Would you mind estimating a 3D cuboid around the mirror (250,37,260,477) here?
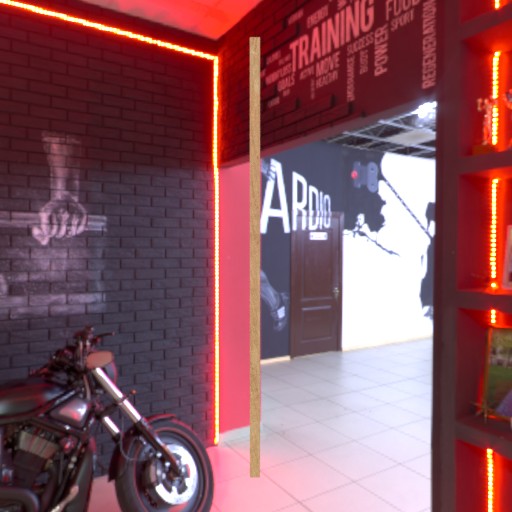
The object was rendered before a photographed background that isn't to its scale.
[{"bbox_3d":[0.000,0.000,1.205,0.020,0.800,0.800,0,1,0],"label":"mirror"}]
